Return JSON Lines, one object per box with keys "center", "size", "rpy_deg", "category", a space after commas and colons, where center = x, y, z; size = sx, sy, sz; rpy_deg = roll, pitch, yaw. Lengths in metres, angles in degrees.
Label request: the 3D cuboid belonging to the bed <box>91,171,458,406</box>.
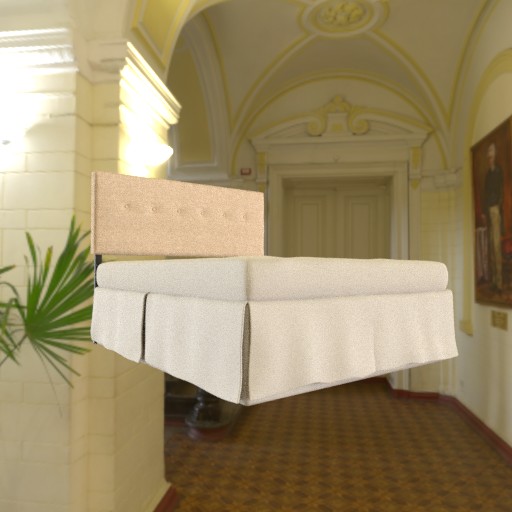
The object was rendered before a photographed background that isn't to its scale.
{"center": [0.000, 0.000, 2.962], "size": [1.643, 1.270, 1.978], "rpy_deg": [1, -2, -37], "category": "bed"}
